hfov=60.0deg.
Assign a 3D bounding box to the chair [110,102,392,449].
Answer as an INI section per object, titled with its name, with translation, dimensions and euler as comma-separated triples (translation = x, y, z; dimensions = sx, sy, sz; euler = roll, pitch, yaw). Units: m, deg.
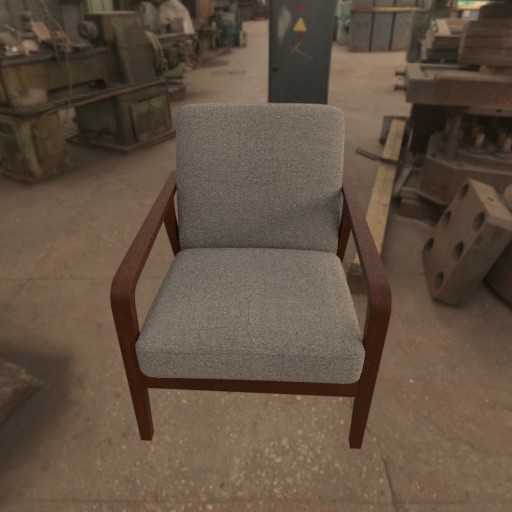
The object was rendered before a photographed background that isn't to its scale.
[chair]
translation = 0.000, 0.000, 1.482
dimensions = 0.704, 0.847, 0.858
euler = 1, 31, 2
